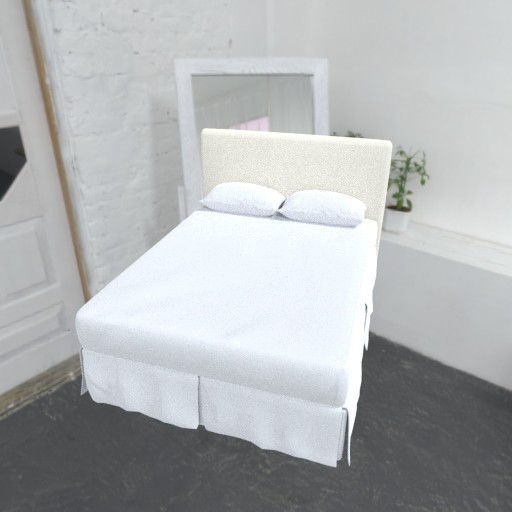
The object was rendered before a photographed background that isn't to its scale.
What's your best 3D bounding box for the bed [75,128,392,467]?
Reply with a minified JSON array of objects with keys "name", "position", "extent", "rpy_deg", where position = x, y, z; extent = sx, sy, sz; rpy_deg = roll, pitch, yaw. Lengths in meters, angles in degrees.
[{"name":"bed","position":[0.000,0.000,3.189],"extent":[1.713,1.330,2.142],"rpy_deg":[8,28,16]}]
